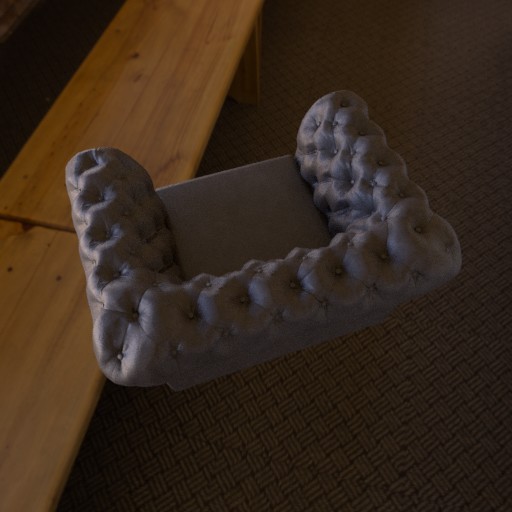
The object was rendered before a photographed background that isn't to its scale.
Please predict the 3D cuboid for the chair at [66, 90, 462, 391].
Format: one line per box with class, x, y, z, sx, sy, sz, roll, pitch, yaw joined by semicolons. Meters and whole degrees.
chair;0.000;0.000;1.869;1.298;0.780;0.943;-16;60;-10
